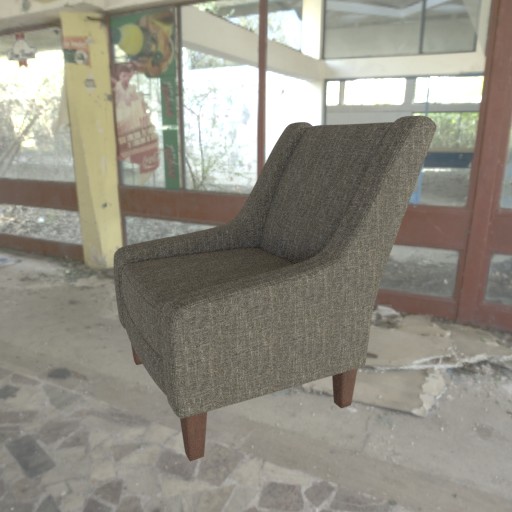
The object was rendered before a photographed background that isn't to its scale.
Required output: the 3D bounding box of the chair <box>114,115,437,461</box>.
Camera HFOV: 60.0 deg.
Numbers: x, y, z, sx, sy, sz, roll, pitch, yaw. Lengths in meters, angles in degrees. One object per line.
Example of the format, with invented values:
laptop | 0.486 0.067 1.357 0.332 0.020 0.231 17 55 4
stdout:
chair | 0.000 0.000 1.690 0.944 1.012 0.793 -8 17 -27
